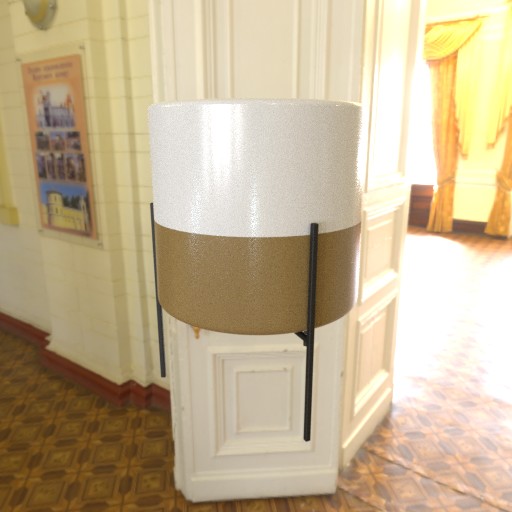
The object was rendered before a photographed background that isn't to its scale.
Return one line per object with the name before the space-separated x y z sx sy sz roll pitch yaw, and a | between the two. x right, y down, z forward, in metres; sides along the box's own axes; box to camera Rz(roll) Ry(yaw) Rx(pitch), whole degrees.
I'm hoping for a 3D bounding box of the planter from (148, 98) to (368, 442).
planter | 0.000 0.000 0.672 0.310 0.432 0.310 -2 15 -9
